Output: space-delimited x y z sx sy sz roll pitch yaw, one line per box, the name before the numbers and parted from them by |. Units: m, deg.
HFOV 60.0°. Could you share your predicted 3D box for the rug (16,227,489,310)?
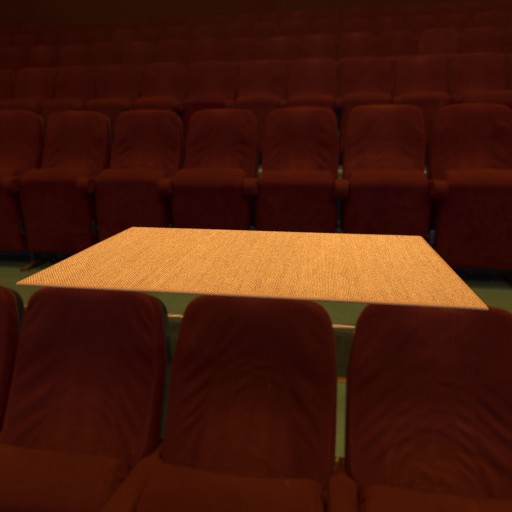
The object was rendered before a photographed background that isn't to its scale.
rug | 0.000 0.000 2.037 1.668 0.012 1.061 2 15 8
